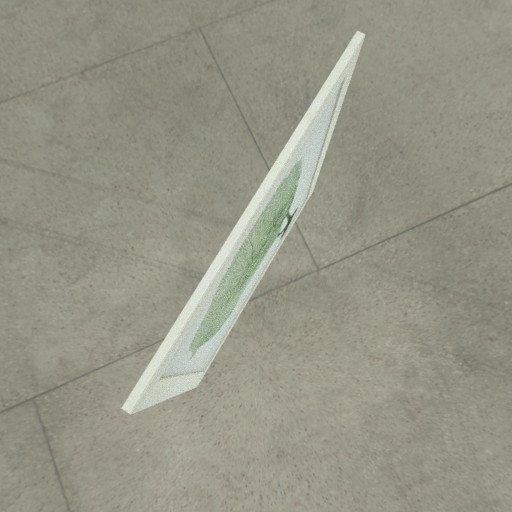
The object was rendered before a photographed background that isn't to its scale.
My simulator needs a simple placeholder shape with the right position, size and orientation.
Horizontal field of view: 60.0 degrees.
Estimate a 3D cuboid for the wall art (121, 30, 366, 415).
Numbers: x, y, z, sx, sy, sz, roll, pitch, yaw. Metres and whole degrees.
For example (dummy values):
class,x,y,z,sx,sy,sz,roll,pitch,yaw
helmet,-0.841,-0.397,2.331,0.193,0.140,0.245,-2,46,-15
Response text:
class,x,y,z,sx,sy,sz,roll,pitch,yaw
wall art,0.000,0.000,0.849,0.013,0.584,0.584,30,78,7
